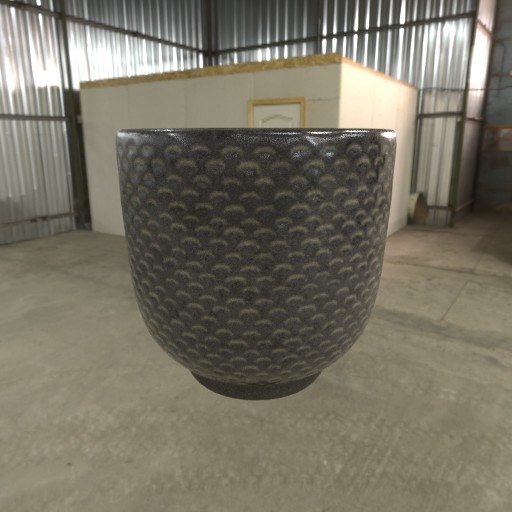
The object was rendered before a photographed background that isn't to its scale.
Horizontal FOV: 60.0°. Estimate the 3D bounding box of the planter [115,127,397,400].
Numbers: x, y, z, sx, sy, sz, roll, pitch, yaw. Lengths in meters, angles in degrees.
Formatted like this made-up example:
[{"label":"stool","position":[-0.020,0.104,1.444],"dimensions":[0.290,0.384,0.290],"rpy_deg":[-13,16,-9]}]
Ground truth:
[{"label":"planter","position":[0.000,0.000,0.347],"dimensions":[0.197,0.191,0.197],"rpy_deg":[0,15,0]}]
